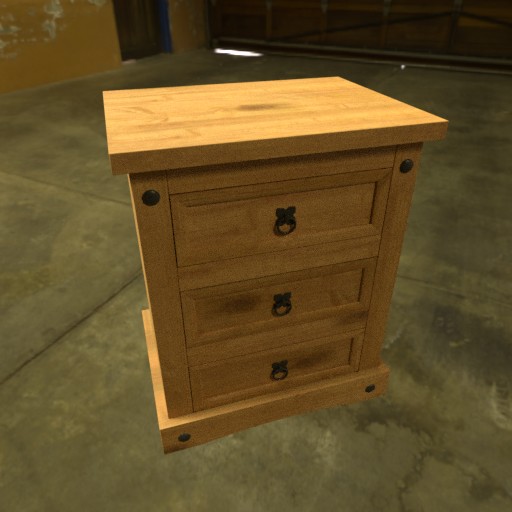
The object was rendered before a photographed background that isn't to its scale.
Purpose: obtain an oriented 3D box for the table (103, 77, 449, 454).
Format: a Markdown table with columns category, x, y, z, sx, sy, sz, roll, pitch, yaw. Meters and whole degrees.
| category | x | y | z | sx | sy | sz | roll | pitch | yaw |
| --- | --- | --- | --- | --- | --- | --- | --- | --- | --- |
| table | 0.000 | 0.000 | 1.224 | 0.660 | 0.813 | 0.500 | -9 | 33 | -15 |
